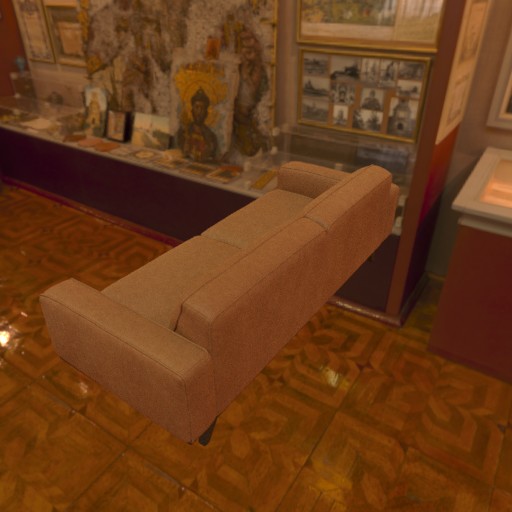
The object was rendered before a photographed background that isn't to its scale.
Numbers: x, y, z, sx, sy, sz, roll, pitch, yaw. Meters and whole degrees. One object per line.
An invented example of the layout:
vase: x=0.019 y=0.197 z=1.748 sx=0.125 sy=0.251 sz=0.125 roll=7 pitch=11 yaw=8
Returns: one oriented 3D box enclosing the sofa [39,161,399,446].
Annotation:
sofa: x=0.000 y=0.000 z=2.719 sx=0.953 sy=0.780 sz=2.270 roll=21 pitch=37 yaw=30
